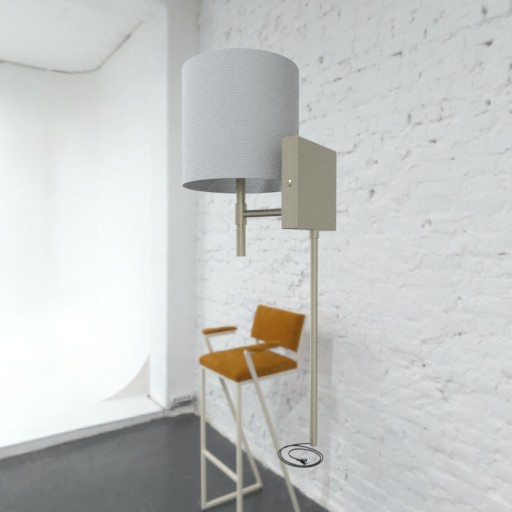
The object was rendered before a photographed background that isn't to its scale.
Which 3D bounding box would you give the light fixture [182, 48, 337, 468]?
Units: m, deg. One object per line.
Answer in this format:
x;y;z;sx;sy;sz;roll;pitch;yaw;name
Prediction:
0.000;0.000;0.707;0.248;0.589;0.188;1;2;35;light fixture
